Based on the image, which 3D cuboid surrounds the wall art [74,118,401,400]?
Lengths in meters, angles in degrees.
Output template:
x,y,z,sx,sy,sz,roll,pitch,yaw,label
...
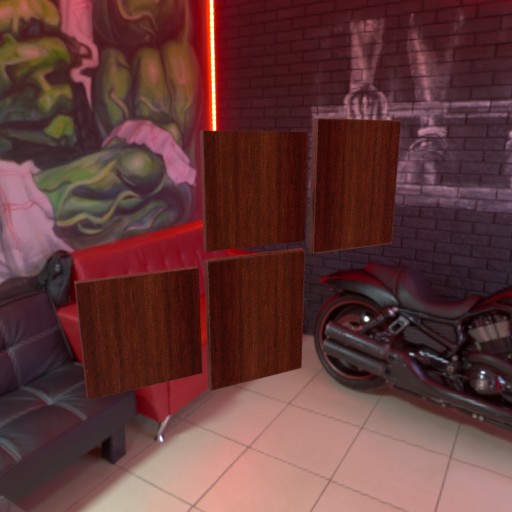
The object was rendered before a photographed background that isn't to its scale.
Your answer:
x,y,z,sx,sy,sz,roll,pitch,yaw,label
0.000,0.000,0.830,0.635,0.497,0.030,-7,16,-25,wall art
